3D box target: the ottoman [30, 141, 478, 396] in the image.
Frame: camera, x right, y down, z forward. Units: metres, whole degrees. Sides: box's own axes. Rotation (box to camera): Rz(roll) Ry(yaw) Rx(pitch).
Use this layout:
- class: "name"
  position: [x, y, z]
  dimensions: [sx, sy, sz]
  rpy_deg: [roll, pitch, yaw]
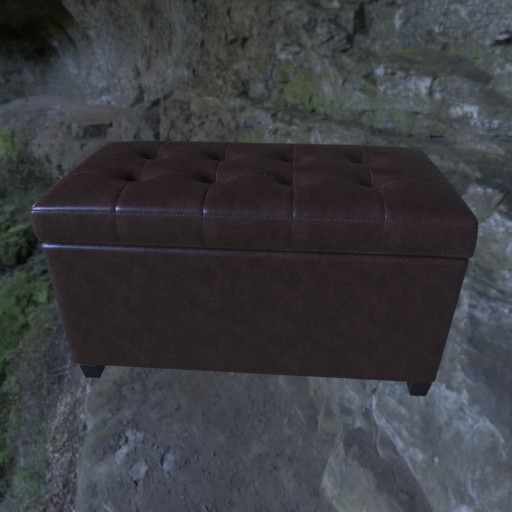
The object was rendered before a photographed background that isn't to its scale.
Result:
- class: "ottoman"
  position: [0.000, 0.000, 1.089]
  dimensions: [0.838, 0.470, 0.432]
  rpy_deg: [2, 31, 4]
